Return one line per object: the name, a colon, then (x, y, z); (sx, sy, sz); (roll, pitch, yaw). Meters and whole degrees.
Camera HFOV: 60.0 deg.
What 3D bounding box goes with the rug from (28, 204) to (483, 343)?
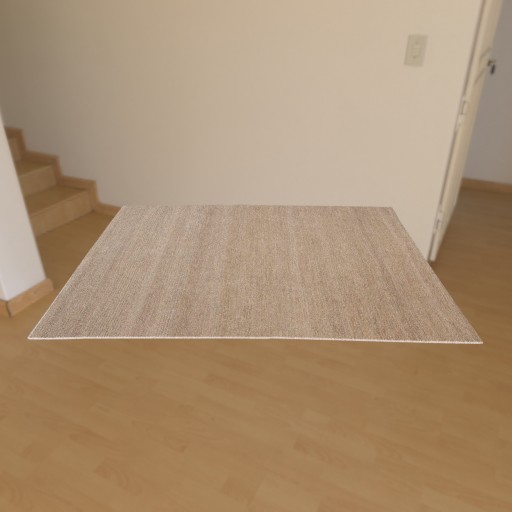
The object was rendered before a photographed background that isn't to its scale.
rug: (0.000, 0.000, 4.220); (3.245, 0.046, 2.467); (0, 29, 1)
